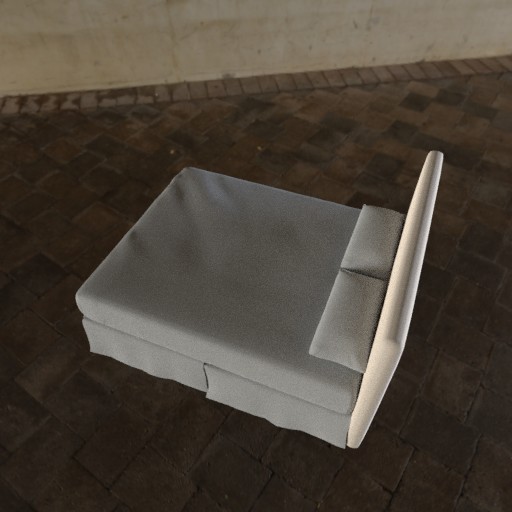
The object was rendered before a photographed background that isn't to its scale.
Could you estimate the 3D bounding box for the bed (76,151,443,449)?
[{"bbox_3d":[0.000,0.000,3.252,2.142,1.330,1.748,17,49,15],"label":"bed"}]
